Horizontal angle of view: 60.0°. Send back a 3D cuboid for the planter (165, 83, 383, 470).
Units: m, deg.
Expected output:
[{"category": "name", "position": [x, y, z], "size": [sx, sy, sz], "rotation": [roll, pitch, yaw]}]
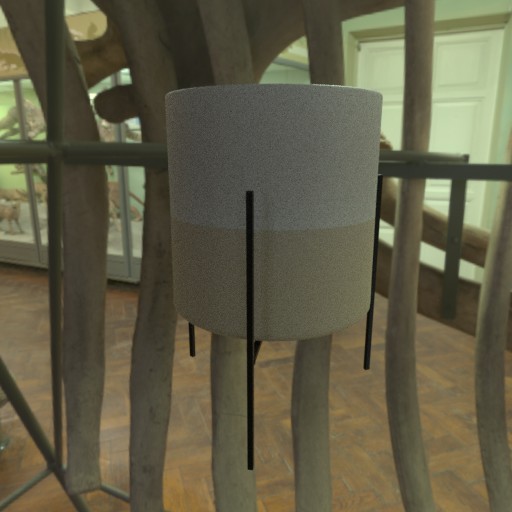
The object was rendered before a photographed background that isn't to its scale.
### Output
[{"category": "planter", "position": [0.000, 0.000, 0.531], "size": [0.267, 0.362, 0.263], "rotation": [7, 16, 26]}]
